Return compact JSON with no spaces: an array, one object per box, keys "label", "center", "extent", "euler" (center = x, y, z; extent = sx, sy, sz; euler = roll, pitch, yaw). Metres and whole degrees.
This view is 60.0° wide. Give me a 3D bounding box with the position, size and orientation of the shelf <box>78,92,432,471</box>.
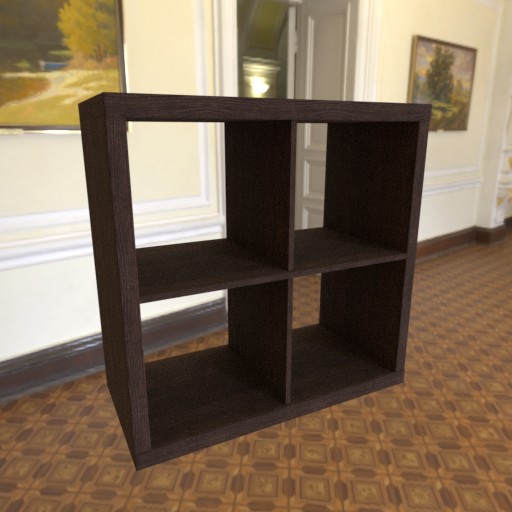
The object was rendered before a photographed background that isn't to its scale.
[{"label":"shelf","center":[0.000,0.000,1.209],"extent":[0.790,0.786,0.390],"euler":[-8,18,-26]}]
